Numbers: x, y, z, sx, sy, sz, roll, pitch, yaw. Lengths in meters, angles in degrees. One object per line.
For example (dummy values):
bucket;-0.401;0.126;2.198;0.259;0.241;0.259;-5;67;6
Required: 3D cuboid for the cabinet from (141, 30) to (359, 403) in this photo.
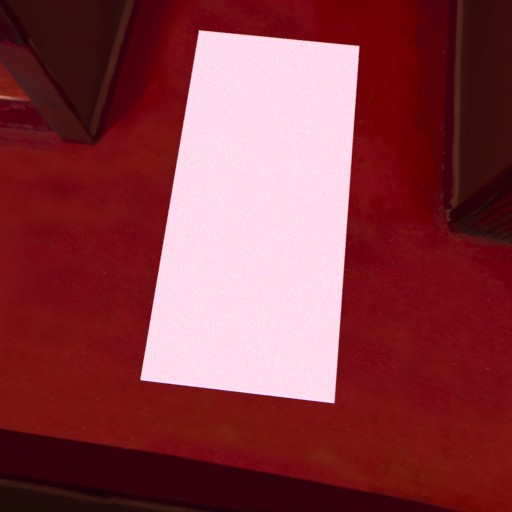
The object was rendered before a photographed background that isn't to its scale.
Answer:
cabinet;0.000;0.000;1.108;0.296;0.815;0.600;6;77;2
